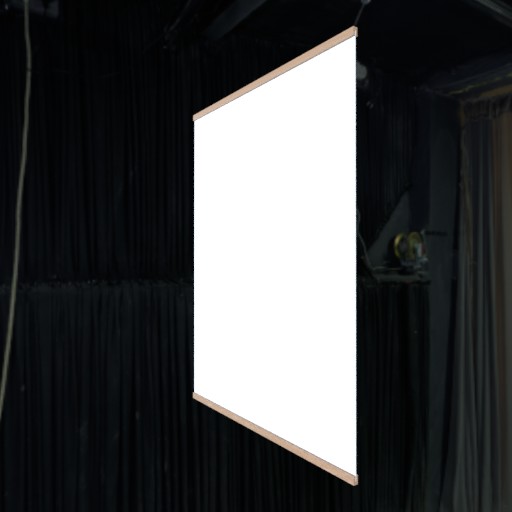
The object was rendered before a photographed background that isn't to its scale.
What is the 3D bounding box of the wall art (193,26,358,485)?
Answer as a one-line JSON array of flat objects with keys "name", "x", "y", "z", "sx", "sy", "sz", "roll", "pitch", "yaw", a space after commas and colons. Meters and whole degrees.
[{"name": "wall art", "x": 0.000, "y": 0.000, "z": 1.292, "sx": 0.013, "sy": 1.016, "sz": 0.758, "roll": 0, "pitch": 0, "yaw": -36}]
